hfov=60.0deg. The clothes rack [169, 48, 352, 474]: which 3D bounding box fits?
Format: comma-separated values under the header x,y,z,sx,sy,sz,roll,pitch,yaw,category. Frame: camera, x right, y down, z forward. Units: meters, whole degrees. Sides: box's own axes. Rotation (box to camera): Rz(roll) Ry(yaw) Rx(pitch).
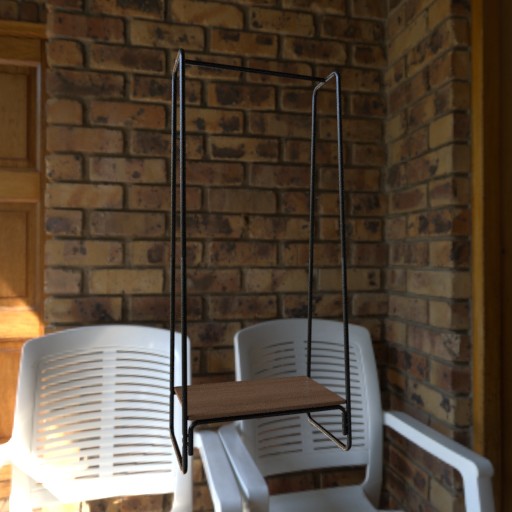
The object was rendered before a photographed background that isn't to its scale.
x,y,z,sx,sy,sz,roll,pitch,yaw,category
0.000,0.000,1.769,0.640,1.500,0.400,0,-1,-17,clothes rack
